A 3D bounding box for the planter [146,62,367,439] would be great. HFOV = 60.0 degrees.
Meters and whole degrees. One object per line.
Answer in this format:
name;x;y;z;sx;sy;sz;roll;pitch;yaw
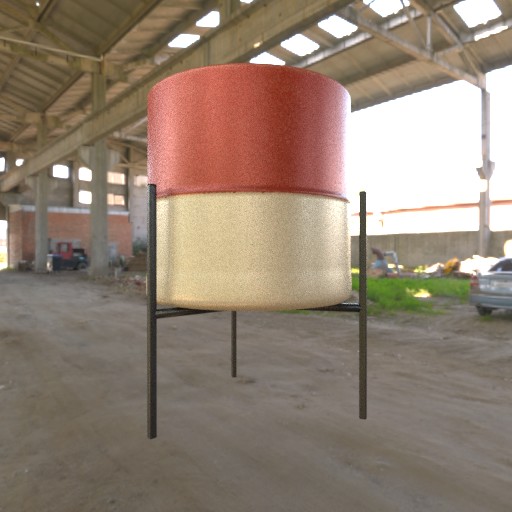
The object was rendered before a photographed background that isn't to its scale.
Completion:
planter;0.000;0.000;0.517;0.251;0.354;0.235;0;0;18
